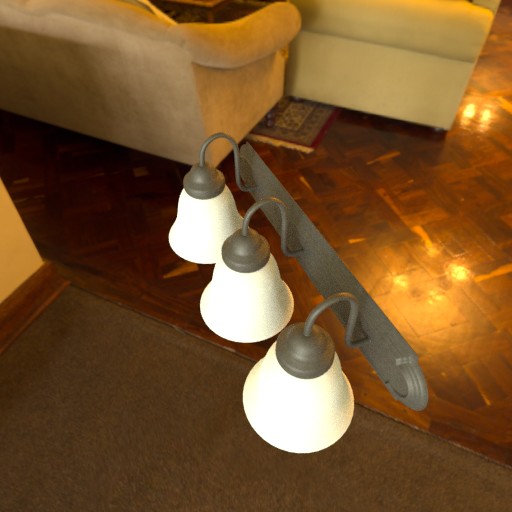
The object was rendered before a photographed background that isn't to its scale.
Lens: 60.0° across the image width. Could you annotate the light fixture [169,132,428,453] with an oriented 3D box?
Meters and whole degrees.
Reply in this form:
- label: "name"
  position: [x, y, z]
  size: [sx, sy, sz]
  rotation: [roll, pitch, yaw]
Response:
- label: "light fixture"
  position: [0.000, 0.000, 0.706]
  size: [0.199, 0.222, 0.610]
  rotation: [-18, 49, -16]
